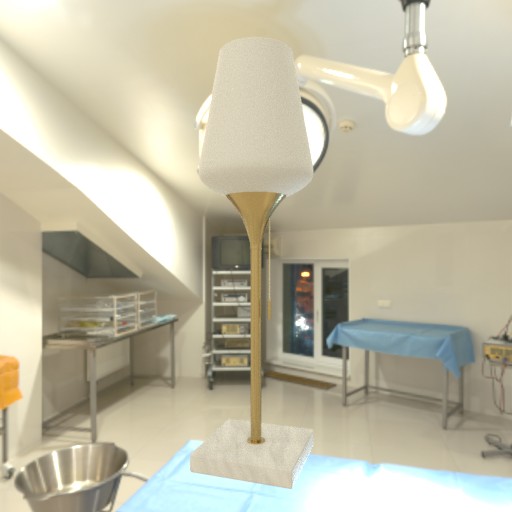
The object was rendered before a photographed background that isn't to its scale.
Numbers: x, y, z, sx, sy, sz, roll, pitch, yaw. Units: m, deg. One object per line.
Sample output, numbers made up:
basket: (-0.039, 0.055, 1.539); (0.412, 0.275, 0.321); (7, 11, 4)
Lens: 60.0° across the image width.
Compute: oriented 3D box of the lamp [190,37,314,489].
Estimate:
lamp: (0.000, 0.000, 0.702); (0.181, 0.639, 0.181); (0, 0, 19)
